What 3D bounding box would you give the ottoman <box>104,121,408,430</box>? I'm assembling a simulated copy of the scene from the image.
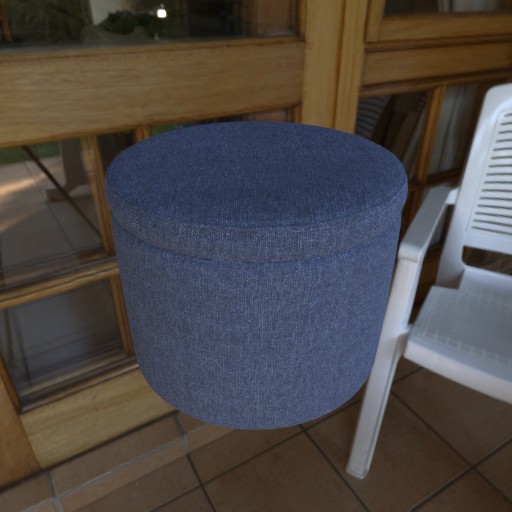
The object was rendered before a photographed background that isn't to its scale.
[{"bbox_3d":[0.000,0.000,0.878,0.520,0.430,0.520,0,31,0],"label":"ottoman"}]
